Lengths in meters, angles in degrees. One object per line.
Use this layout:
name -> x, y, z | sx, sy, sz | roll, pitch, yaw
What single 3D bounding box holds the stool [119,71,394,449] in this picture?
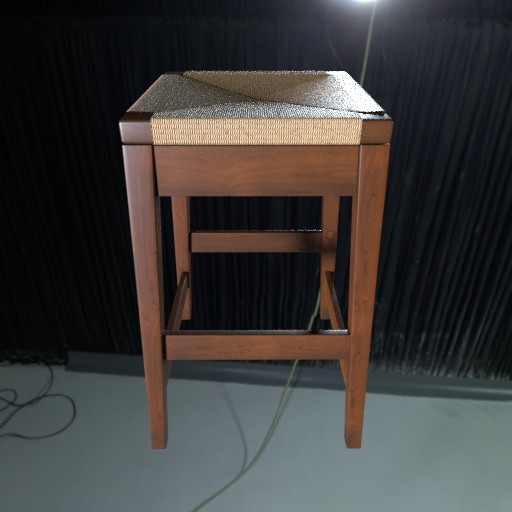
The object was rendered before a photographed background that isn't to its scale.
stool -> 0.000, 0.000, 1.064 | 0.497, 0.762, 0.507 | 0, 32, 0
